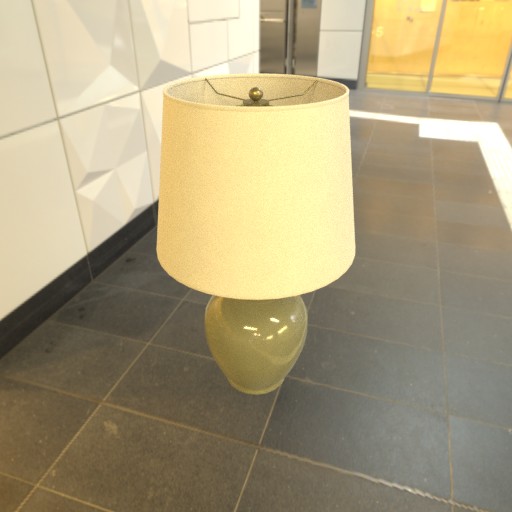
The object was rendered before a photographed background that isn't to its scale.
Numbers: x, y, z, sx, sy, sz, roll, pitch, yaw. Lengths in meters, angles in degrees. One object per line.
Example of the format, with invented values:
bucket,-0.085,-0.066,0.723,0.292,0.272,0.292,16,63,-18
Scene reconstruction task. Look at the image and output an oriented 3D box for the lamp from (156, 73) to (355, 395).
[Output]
lamp,0.000,0.000,0.554,0.239,0.399,0.239,0,30,0
